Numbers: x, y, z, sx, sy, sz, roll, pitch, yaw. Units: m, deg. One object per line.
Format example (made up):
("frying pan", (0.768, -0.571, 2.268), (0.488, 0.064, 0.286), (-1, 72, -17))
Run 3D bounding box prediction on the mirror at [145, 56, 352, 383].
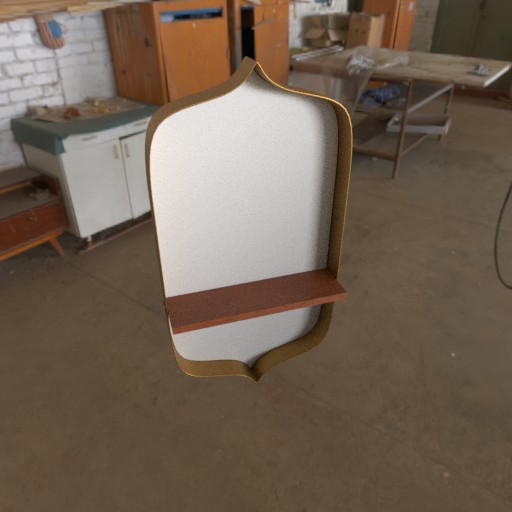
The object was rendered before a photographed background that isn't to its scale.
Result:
("mirror", (0.000, 0.000, 0.754), (0.323, 0.613, 0.096), (-10, 33, -15))
